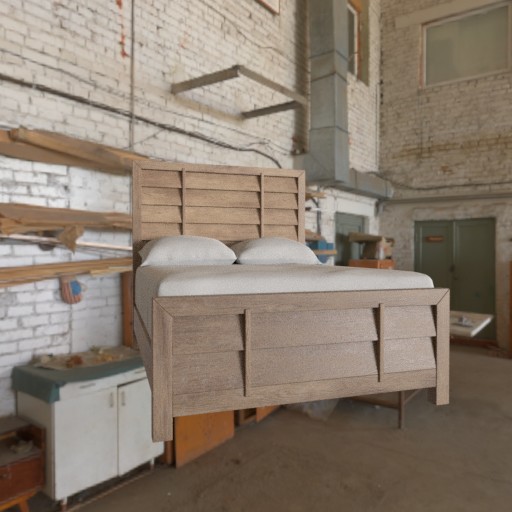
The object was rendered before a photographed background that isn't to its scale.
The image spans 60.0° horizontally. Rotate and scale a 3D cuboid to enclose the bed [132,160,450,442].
[{"bbox_3d":[0.000,0.000,3.160,1.615,1.631,2.017,0,1,-18],"label":"bed"}]
